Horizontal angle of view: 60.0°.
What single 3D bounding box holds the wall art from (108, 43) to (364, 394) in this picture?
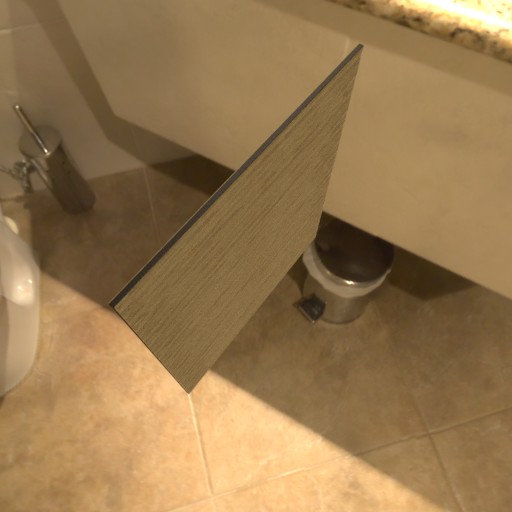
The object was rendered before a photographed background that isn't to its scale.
[{"bbox_3d":[0.000,0.000,0.783,0.009,0.559,0.483,35,69,15],"label":"wall art"}]
